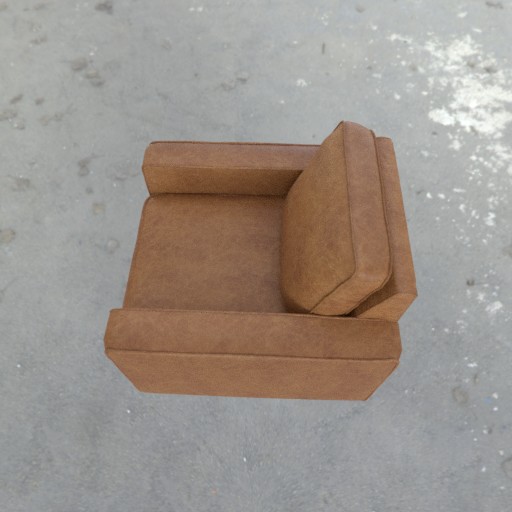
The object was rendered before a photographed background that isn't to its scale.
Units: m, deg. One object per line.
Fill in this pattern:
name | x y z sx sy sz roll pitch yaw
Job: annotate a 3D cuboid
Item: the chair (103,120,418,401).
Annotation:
chair | 0.000 0.000 1.783 1.027 0.901 0.987 -1 60 0
